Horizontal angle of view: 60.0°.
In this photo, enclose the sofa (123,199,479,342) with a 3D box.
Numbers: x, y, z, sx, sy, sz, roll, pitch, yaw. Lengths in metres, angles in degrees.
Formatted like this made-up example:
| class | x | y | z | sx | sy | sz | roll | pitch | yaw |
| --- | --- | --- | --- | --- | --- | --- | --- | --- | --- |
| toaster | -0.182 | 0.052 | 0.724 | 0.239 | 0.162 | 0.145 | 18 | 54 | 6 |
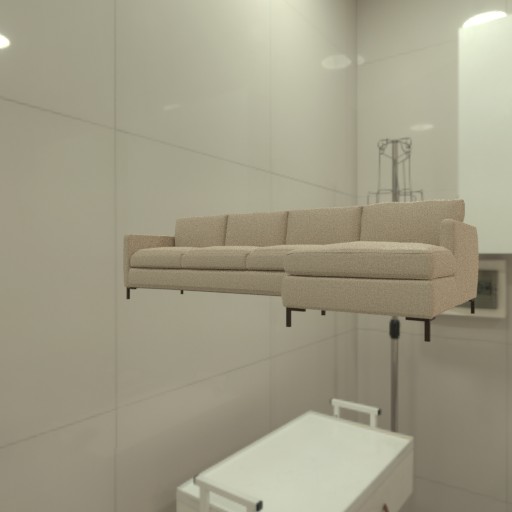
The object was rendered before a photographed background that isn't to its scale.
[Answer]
| class | x | y | z | sx | sy | sz | roll | pitch | yaw |
| --- | --- | --- | --- | --- | --- | --- | --- | --- | --- |
| sofa | 0.000 | 0.000 | 3.163 | 2.731 | 0.755 | 1.258 | 0 | 0 | 35 |
